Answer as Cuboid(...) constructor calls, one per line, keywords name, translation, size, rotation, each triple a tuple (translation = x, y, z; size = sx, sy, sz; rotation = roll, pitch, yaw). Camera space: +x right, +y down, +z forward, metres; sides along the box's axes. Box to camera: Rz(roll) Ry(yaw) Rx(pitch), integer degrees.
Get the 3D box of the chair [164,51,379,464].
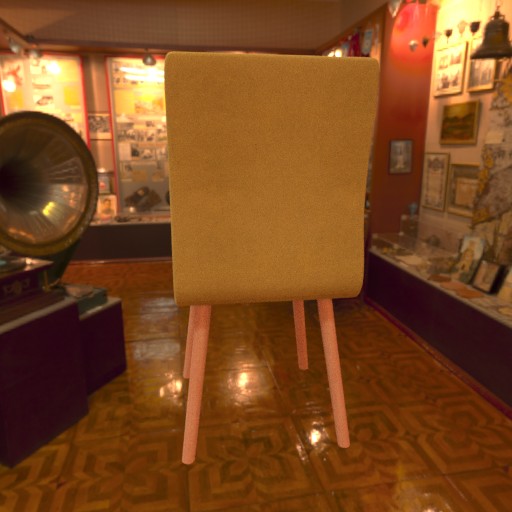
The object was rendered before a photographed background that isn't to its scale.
Cuboid(name="chair", translation=(0.000, 0.000, 1.261), size=(0.450, 0.965, 0.550), rotation=(-2, 14, -8))
